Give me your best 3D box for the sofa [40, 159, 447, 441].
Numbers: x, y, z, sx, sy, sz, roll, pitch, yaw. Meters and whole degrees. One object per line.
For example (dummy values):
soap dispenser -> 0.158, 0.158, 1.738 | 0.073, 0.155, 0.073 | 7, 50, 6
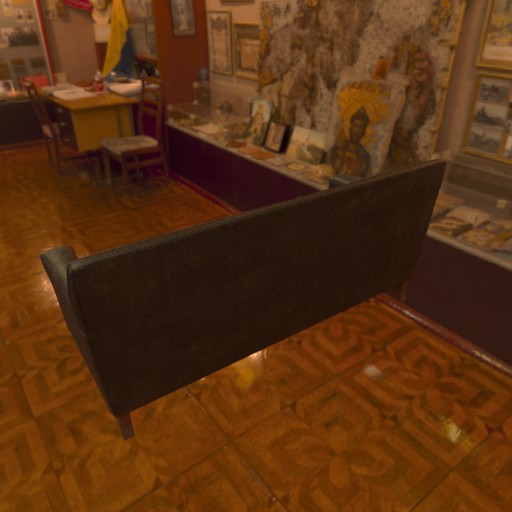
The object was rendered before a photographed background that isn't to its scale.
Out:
sofa -> 0.000, 0.000, 2.467 | 2.053, 0.947, 0.805 | -19, 35, -30
